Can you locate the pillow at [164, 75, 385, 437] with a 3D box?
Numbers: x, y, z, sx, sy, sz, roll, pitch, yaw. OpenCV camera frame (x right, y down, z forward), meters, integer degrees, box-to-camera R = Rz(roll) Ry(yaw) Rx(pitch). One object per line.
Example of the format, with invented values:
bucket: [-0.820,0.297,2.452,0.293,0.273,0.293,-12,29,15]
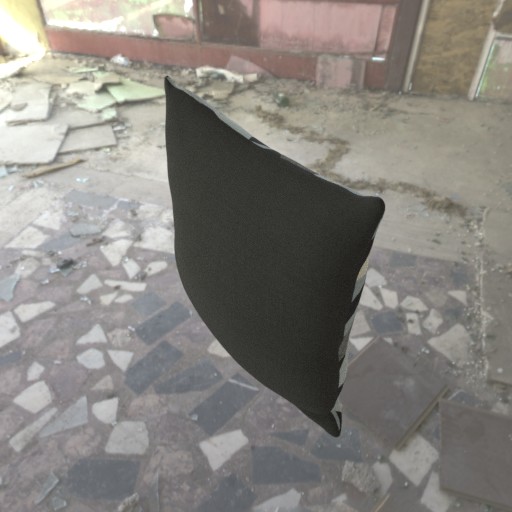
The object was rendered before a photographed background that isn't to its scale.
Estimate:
pillow: [0.000,0.000,0.771,0.208,0.496,0.503,-26,48,-26]
